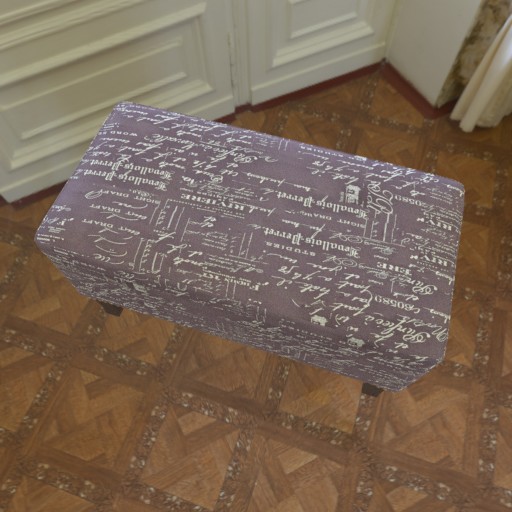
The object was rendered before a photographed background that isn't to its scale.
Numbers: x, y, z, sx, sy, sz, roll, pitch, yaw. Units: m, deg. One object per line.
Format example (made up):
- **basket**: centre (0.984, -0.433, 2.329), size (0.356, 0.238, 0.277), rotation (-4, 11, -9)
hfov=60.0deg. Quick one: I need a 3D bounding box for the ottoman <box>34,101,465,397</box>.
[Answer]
- **ottoman**: centre (0.000, 0.000, 1.068), size (0.813, 0.457, 0.406), rotation (16, 64, 8)
